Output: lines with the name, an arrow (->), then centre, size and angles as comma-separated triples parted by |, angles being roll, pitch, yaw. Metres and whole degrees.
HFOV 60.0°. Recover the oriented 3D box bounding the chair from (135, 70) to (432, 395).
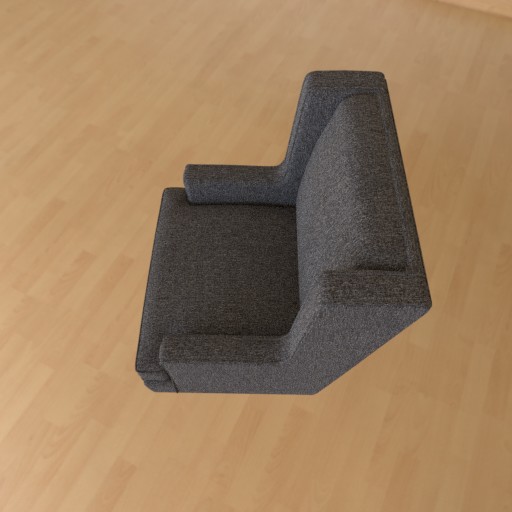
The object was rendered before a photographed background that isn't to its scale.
chair -> 0.000, 0.000, 1.818 | 0.927, 1.082, 0.942 | 1, 59, 1
